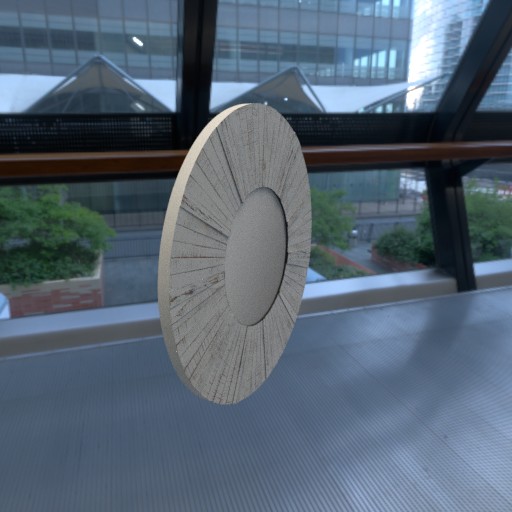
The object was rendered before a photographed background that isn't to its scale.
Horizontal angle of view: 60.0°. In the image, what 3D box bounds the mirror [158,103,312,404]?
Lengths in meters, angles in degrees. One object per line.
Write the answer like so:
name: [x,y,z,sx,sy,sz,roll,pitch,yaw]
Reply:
mirror: [0.000,0.000,1.405,0.038,0.914,0.914,8,17,26]
